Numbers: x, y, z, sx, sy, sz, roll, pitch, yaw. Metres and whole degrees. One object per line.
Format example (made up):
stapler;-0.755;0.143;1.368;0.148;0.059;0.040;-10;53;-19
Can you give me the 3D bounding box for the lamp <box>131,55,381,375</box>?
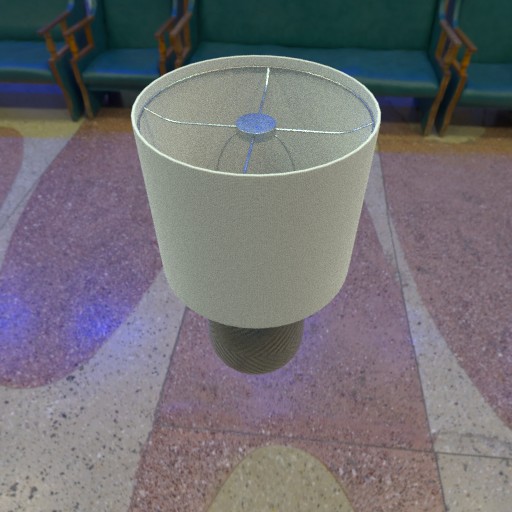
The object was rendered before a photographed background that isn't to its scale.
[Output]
lamp;0.000;0.000;0.504;0.207;0.366;0.207;5;46;5
